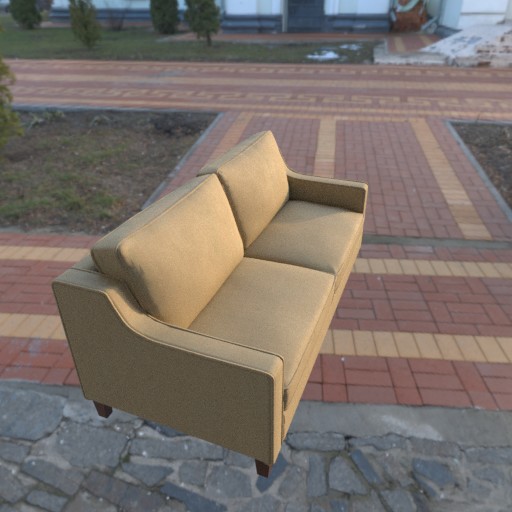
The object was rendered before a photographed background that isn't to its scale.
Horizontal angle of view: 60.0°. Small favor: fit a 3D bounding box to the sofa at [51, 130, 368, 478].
[{"bbox_3d":[0.000,0.000,2.796,1.066,1.071,2.178,11,32,19],"label":"sofa"}]
